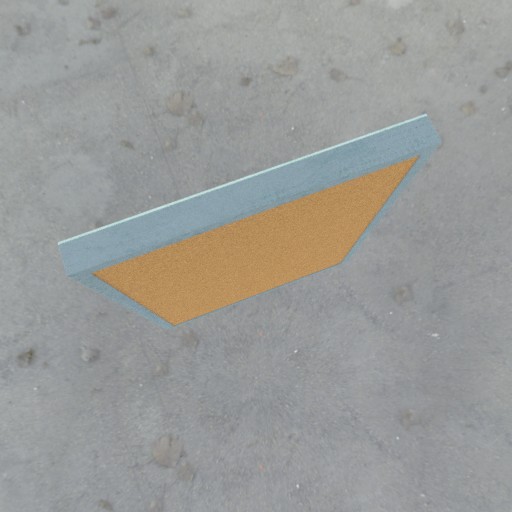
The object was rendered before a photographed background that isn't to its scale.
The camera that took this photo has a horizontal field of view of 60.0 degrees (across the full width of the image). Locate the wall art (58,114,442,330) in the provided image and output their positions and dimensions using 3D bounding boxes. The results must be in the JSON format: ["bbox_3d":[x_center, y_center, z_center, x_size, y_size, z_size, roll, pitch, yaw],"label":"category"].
[{"bbox_3d":[0.000,0.000,0.701,0.409,0.509,0.037,-20,76,-5],"label":"wall art"}]
